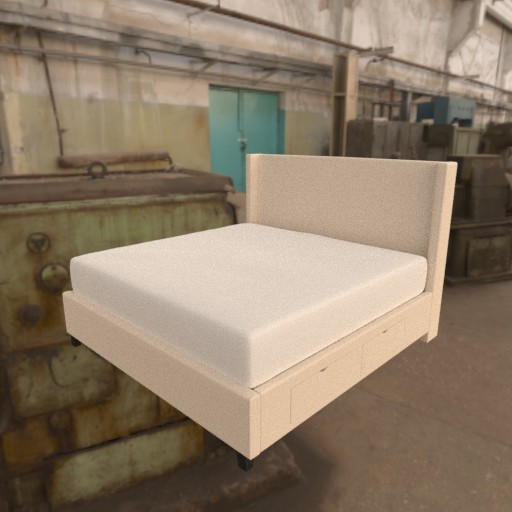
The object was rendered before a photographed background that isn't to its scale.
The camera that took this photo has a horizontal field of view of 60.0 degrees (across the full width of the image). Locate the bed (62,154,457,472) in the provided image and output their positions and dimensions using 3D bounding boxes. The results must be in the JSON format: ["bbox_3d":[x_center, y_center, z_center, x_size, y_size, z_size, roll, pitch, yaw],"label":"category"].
[{"bbox_3d":[0.000,0.000,3.546,2.145,1.471,2.293,15,21,42],"label":"bed"}]
